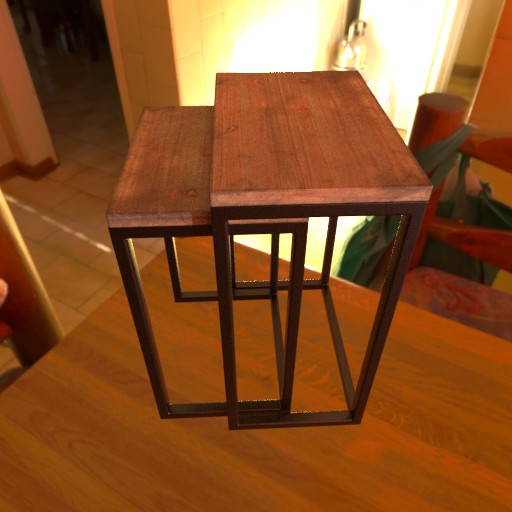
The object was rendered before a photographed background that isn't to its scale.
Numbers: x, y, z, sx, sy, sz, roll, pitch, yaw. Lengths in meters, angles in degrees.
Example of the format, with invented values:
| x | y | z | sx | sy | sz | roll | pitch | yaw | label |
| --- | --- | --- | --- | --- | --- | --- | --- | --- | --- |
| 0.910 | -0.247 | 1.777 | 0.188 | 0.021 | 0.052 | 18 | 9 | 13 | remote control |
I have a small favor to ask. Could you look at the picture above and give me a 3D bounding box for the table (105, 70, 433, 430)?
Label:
| x | y | z | sx | sy | sz | roll | pitch | yaw | label |
| --- | --- | --- | --- | --- | --- | --- | --- | --- | --- |
| 0.000 | 0.000 | 0.939 | 0.460 | 0.615 | 0.456 | 0 | 41 | 0 | table |
